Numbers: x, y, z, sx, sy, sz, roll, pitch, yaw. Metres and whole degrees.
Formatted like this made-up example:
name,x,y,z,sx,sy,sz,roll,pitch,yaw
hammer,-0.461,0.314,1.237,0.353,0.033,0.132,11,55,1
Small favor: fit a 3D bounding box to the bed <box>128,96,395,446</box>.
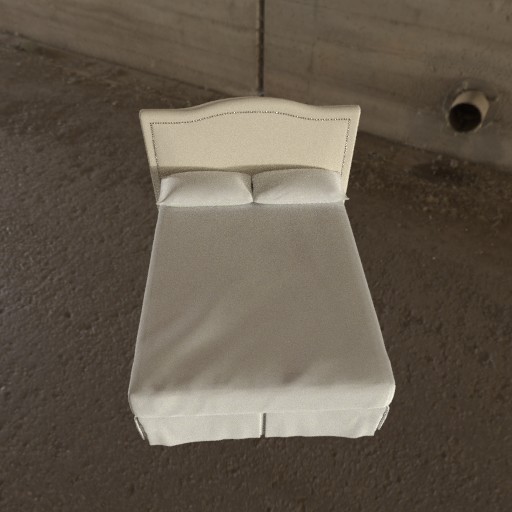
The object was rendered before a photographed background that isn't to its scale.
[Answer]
name,x,y,z,sx,sy,sz,roll,pitch,yaw
bed,0.000,0.000,3.256,1.753,1.460,2.143,-2,46,-2
